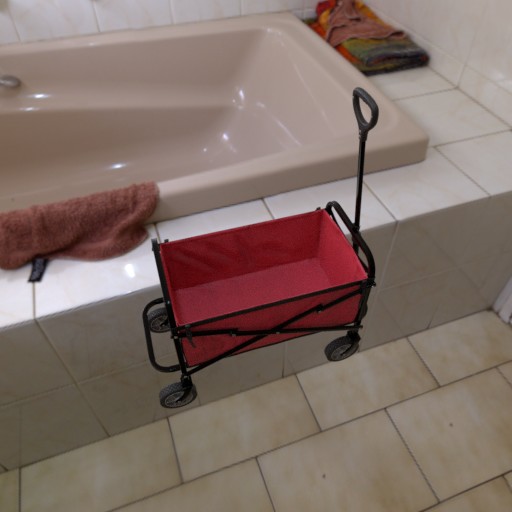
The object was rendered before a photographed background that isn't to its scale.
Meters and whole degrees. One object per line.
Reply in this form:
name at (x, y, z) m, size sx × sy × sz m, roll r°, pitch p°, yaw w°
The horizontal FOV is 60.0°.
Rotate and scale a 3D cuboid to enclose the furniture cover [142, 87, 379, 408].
furniture cover at (0.000, 0.000, 1.819) m, size 1.038 × 1.295 × 0.532 m, roll -13°, pitch 48°, yaw -12°
